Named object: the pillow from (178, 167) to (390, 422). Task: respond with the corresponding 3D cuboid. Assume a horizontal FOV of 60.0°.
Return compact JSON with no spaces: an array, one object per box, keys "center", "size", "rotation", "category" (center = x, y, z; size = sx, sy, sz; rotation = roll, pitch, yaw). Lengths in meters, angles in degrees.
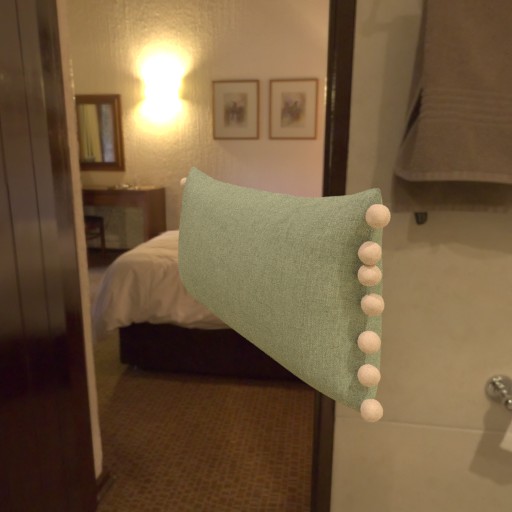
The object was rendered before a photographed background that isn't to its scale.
[{"center":[0.000,0.000,0.844],"size":[0.201,0.322,0.709],"rotation":[-7,14,-27],"category":"pillow"}]
